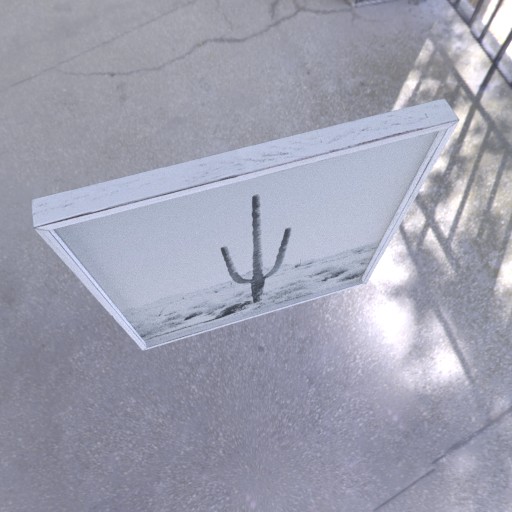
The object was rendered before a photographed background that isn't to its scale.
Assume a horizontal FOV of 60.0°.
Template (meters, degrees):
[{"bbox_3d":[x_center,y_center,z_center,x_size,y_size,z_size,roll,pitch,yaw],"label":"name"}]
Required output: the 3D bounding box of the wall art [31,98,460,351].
[{"bbox_3d":[0.000,0.000,0.740,0.508,0.508,0.038,-16,64,-8],"label":"wall art"}]
